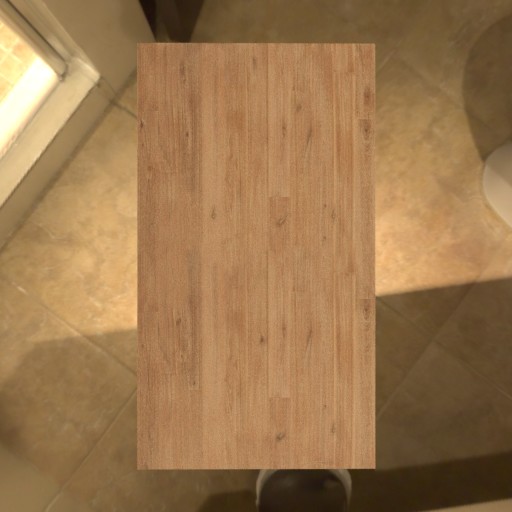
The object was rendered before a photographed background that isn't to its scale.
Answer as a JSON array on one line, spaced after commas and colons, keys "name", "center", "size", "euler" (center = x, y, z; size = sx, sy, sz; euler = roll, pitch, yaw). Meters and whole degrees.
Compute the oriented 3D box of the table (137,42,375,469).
[{"name": "table", "center": [0.000, 0.000, 1.949], "size": [0.918, 0.531, 1.619], "euler": [0, 90, 0]}]
